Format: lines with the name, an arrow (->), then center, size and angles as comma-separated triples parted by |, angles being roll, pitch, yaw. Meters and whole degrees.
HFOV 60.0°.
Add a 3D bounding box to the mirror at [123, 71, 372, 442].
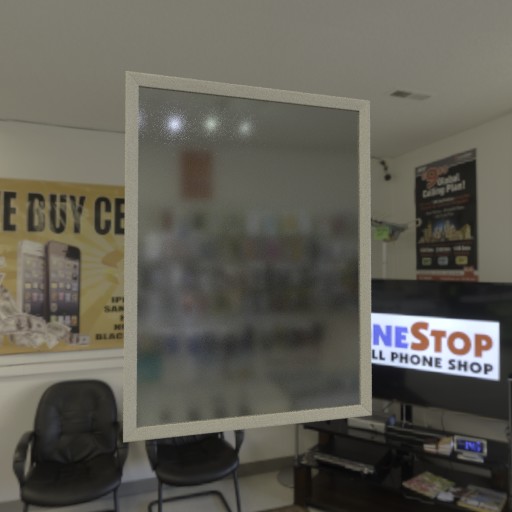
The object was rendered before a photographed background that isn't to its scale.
mirror -> 0.000, 0.000, 1.340 | 0.762, 1.016, 0.040 | 0, -1, -17
